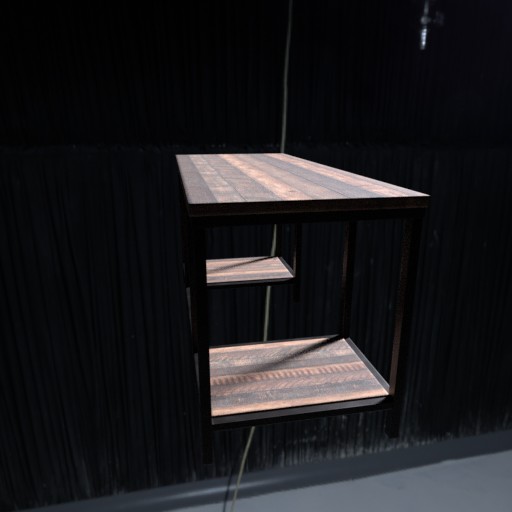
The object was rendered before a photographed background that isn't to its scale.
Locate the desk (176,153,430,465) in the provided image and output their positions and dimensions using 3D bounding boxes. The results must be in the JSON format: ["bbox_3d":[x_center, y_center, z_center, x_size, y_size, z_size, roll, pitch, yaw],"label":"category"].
[{"bbox_3d":[0.000,0.000,1.921,0.617,0.753,1.538,-3,17,-10],"label":"desk"}]
